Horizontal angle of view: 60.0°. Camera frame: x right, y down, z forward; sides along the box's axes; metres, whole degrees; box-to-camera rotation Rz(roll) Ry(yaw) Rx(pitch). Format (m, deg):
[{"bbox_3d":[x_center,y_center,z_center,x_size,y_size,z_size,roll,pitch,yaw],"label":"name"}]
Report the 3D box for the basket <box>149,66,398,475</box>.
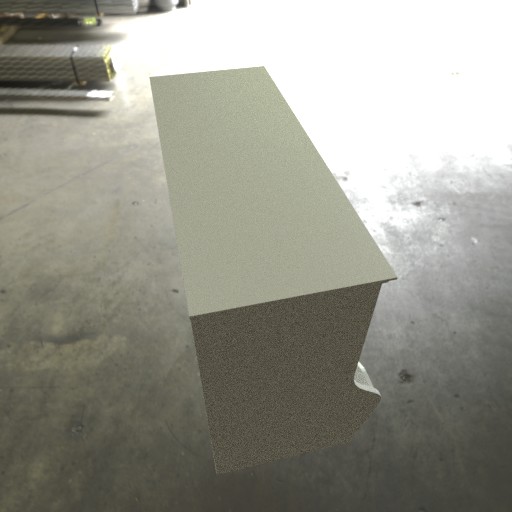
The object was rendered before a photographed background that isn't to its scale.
[{"bbox_3d":[0.000,0.000,1.123,0.376,0.625,0.792,-10,46,-10],"label":"basket"}]
